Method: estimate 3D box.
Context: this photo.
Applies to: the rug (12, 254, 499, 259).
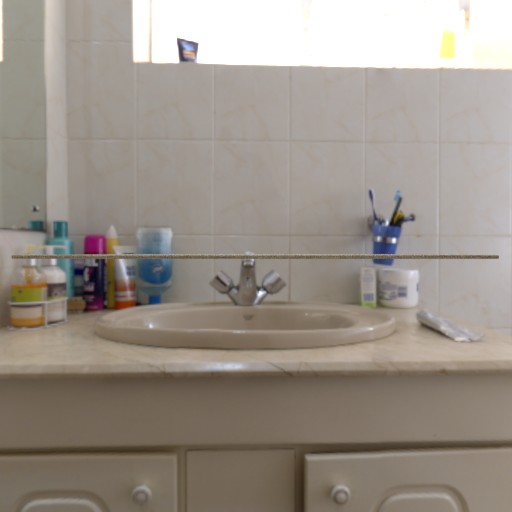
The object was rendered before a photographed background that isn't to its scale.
[{"bbox_3d":[0.000,0.000,2.838,2.297,0.018,1.532,0,0,0],"label":"rug"}]
